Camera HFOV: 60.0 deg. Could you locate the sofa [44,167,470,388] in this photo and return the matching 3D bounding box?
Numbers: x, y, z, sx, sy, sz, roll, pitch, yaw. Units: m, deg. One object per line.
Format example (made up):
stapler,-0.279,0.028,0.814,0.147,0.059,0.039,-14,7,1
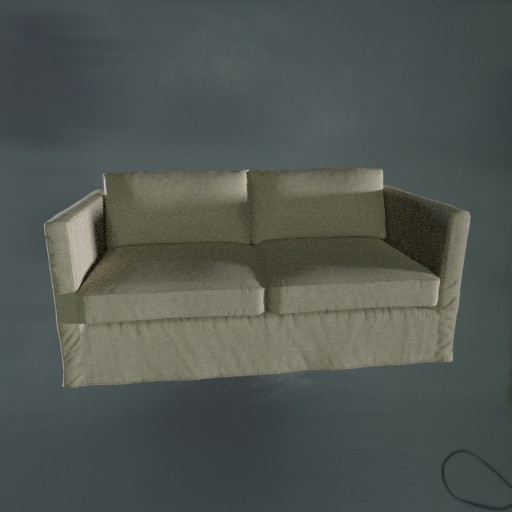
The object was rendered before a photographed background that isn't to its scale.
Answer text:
sofa,0.000,0.000,2.273,1.766,0.828,0.956,-2,17,-7
